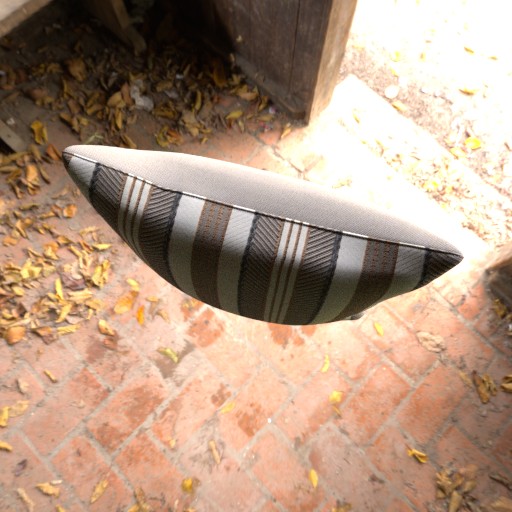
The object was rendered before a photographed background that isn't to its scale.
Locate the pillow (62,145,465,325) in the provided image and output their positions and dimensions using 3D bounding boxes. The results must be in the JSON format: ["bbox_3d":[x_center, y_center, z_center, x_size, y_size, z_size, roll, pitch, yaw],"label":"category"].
[{"bbox_3d":[0.000,0.000,0.628,0.416,0.401,0.173,15,75,4],"label":"pillow"}]
